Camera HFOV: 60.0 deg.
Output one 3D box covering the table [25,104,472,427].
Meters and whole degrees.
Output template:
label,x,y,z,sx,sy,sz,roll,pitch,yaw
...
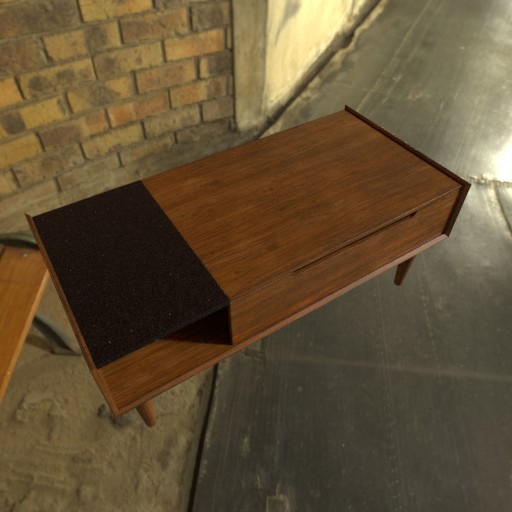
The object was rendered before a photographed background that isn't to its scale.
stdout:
label,x,y,z,sx,sy,sz,roll,pitch,yaw
table,0.000,0.000,1.531,1.221,0.508,0.610,-25,51,-22
